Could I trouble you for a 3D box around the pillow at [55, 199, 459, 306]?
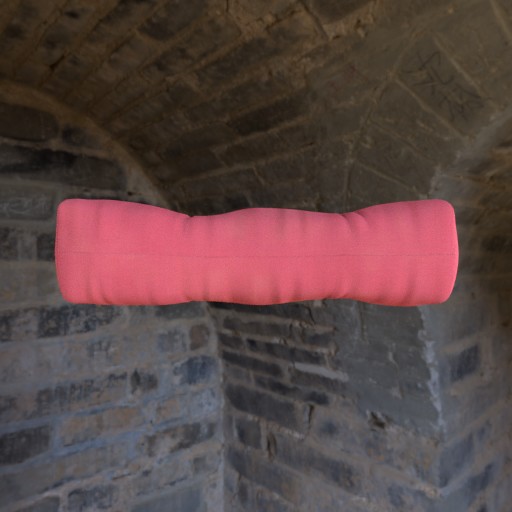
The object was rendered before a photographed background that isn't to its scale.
[{"bbox_3d":[0.000,0.000,0.723,0.468,0.128,0.490,0,-1,0],"label":"pillow"}]
